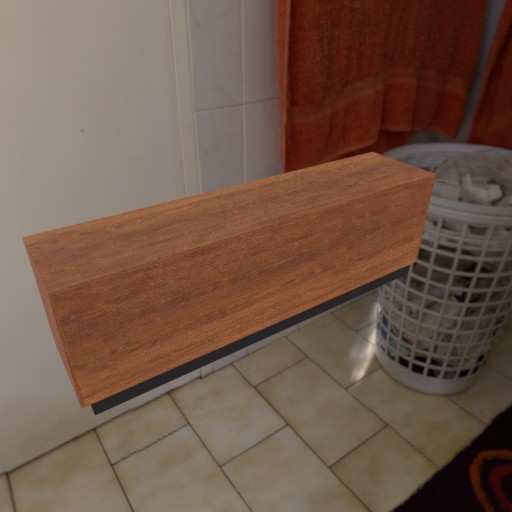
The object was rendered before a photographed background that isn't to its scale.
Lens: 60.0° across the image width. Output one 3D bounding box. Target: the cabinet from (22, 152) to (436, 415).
[{"bbox_3d":[0.000,0.000,1.830,1.600,0.510,0.419,-19,36,-28],"label":"cabinet"}]
